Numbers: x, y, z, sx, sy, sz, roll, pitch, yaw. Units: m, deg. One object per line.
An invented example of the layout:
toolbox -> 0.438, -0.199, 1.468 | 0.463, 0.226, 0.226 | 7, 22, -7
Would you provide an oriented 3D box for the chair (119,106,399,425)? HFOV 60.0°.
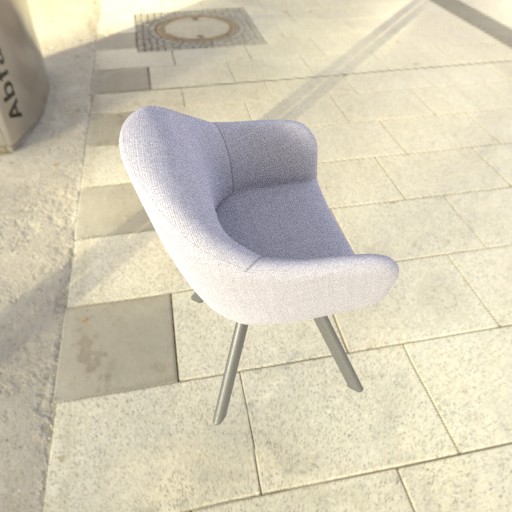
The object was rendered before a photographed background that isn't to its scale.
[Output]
chair -> 0.000, 0.000, 1.172 | 0.550, 0.795, 0.590 | -10, 46, -10
